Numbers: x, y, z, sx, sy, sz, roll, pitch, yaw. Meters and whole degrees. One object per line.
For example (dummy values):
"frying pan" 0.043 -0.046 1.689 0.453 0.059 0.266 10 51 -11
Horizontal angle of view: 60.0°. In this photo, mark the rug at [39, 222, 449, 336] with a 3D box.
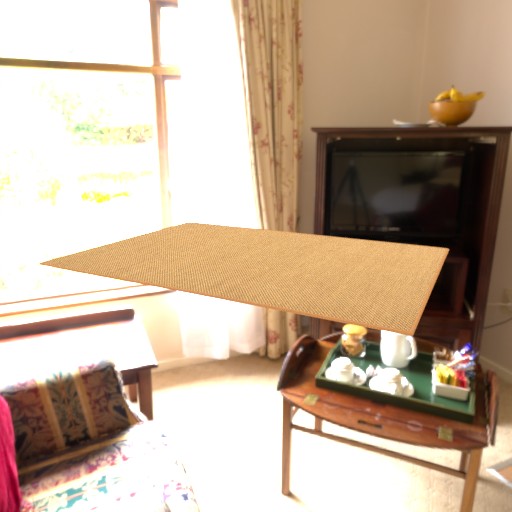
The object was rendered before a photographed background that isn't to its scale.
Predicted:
"rug" 0.000 0.000 2.800 2.134 0.013 1.524 8 17 27
